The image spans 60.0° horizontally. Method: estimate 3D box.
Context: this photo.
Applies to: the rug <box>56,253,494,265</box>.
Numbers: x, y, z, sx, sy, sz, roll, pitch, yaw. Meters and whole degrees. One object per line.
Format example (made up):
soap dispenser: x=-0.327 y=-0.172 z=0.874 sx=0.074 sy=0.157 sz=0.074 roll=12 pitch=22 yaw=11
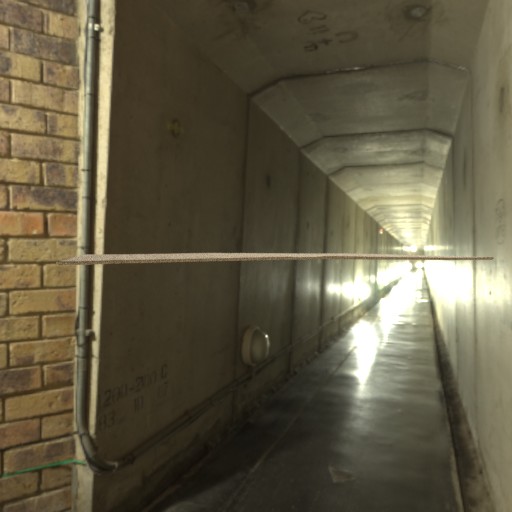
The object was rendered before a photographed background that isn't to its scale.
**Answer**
rug: x=0.000 y=0.000 z=4.737 sx=3.626 sy=0.051 sz=2.757 roll=0 pitch=1 yaw=-17
